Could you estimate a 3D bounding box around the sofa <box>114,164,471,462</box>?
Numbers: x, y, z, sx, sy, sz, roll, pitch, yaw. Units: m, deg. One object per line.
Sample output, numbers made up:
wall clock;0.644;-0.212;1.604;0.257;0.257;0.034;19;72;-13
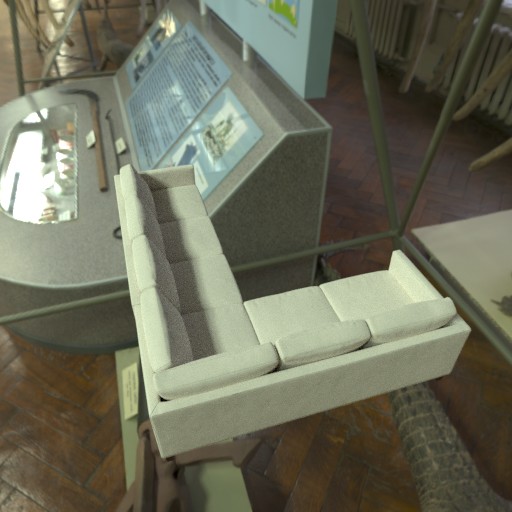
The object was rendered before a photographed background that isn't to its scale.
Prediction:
sofa;0.000;0.000;4.367;2.432;0.863;3.182;-11;41;-13
